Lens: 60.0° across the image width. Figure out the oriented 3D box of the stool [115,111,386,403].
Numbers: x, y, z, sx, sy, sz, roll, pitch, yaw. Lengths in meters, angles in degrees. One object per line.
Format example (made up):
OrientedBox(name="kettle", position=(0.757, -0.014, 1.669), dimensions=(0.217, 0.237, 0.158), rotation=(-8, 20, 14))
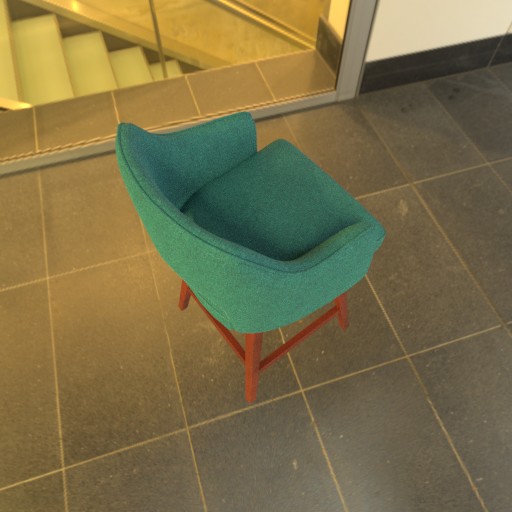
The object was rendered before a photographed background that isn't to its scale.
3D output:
OrientedBox(name="stool", position=(0.000, 0.000, 1.313), dimensions=(0.556, 0.961, 0.548), rotation=(-33, 64, -19))
